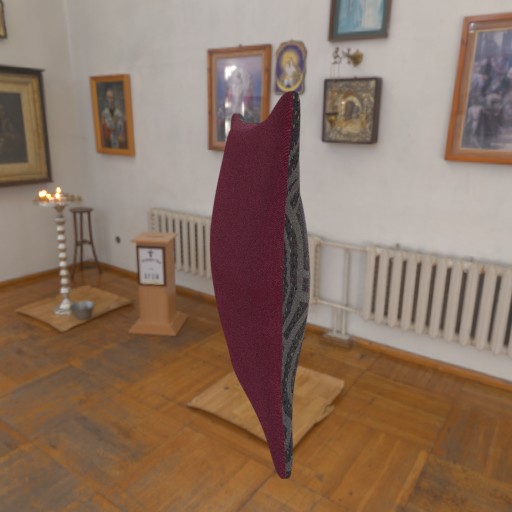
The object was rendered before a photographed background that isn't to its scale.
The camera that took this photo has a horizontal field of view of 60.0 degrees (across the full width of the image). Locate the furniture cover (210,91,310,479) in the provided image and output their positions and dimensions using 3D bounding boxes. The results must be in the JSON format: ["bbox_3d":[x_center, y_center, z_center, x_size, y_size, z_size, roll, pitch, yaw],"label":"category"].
[{"bbox_3d":[0.000,0.000,0.793,0.163,0.513,0.514,-2,15,-9],"label":"furniture cover"}]
